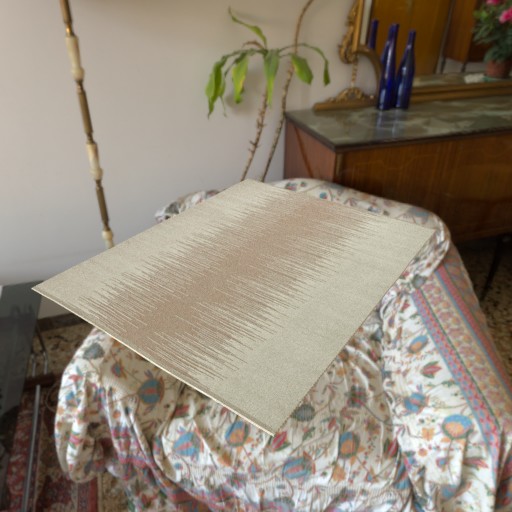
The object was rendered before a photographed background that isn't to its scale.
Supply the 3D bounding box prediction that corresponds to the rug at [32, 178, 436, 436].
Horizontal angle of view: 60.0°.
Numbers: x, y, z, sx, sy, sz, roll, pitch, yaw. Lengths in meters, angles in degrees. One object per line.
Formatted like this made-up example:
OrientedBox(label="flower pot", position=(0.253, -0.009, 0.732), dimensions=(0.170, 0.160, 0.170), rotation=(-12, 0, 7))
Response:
OrientedBox(label="rug", position=(0.000, 0.000, 4.150), dimensions=(2.438, 0.013, 3.048), rotation=(21, 37, 30))
